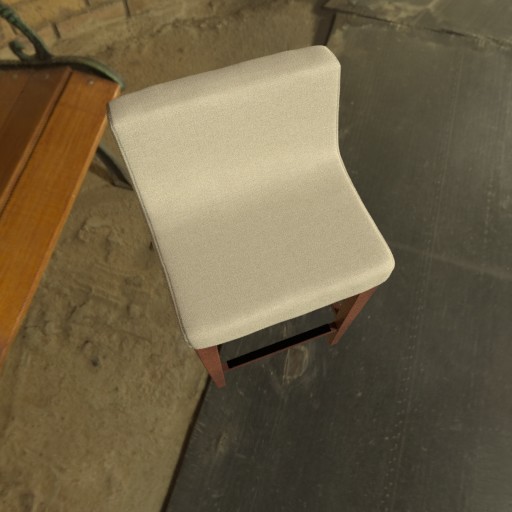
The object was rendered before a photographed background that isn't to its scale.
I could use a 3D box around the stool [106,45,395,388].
[{"bbox_3d":[0.000,0.000,1.259,0.511,0.937,0.500,-19,66,-9],"label":"stool"}]
